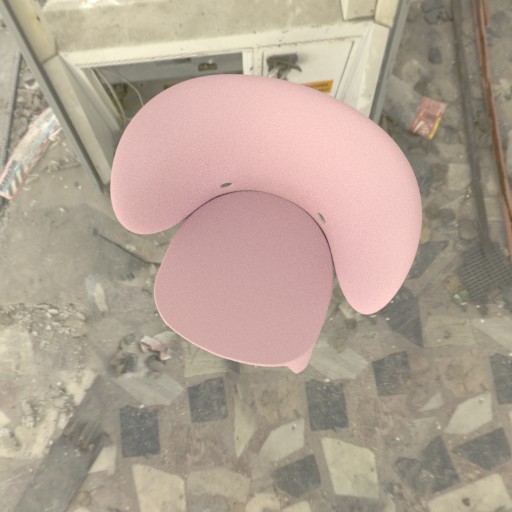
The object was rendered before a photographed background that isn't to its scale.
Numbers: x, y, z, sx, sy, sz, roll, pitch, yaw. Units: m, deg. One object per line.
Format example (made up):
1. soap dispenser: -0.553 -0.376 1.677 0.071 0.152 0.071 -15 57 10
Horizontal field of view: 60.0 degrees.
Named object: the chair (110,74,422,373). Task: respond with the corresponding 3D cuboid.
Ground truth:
1. chair: 0.000 0.000 0.857 0.451 0.554 0.402 19 78 4
